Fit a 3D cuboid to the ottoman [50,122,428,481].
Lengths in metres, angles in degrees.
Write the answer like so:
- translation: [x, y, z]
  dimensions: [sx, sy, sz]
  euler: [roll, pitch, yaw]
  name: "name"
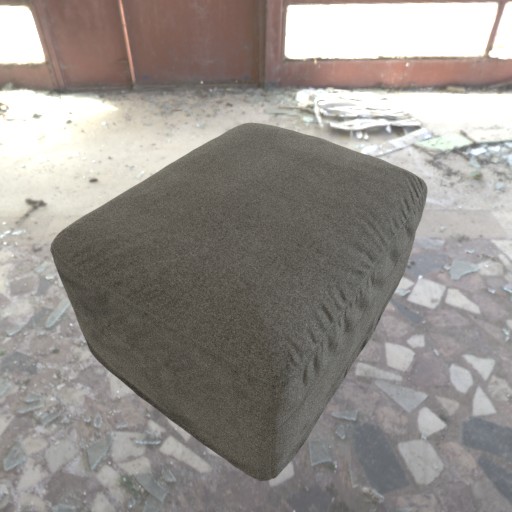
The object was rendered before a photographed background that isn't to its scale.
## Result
- translation: [0.000, 0.000, 1.227]
  dimensions: [0.683, 0.481, 0.837]
  euler: [25, 47, 25]
  name: "ottoman"
